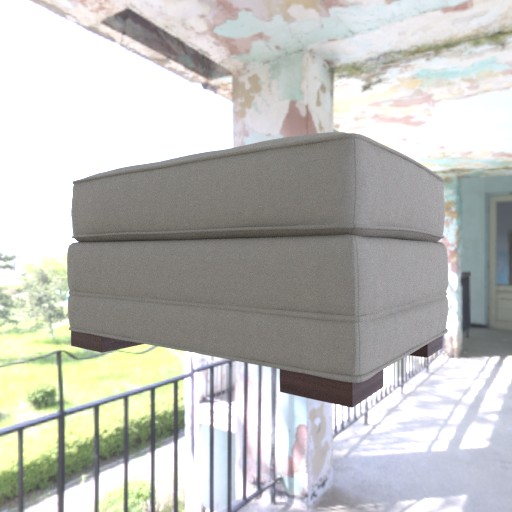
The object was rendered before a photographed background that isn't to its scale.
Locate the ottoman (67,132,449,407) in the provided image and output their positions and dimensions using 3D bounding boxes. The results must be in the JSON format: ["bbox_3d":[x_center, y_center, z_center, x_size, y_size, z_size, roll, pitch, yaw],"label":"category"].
[{"bbox_3d":[0.000,0.000,1.170,0.848,0.482,0.611,0,0,36],"label":"ottoman"}]
